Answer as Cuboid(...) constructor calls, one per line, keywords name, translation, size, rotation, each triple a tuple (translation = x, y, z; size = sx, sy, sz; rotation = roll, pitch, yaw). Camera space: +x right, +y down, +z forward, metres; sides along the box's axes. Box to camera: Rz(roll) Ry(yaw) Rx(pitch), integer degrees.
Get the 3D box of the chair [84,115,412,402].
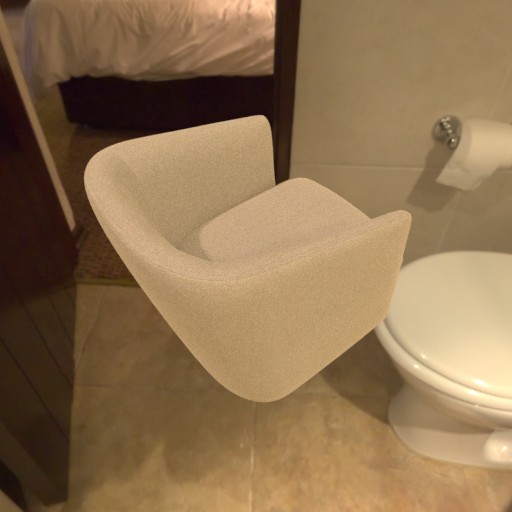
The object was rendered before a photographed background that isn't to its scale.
Cuboid(name="chair", translation=(0.000, 0.000, 1.645), size=(0.986, 0.861, 0.822), rotation=(-25, 49, -24))
